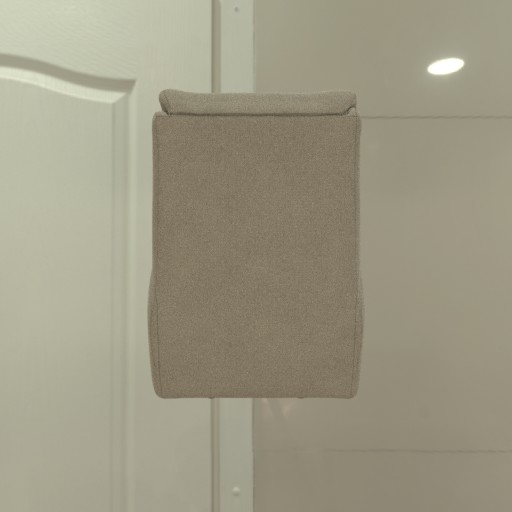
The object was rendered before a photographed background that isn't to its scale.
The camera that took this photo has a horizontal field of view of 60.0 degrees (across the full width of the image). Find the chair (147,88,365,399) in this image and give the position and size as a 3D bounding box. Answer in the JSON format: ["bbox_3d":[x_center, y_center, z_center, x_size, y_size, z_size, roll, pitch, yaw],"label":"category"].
[{"bbox_3d":[0.000,0.000,1.736,0.794,1.021,0.940,0,-1,0],"label":"chair"}]
